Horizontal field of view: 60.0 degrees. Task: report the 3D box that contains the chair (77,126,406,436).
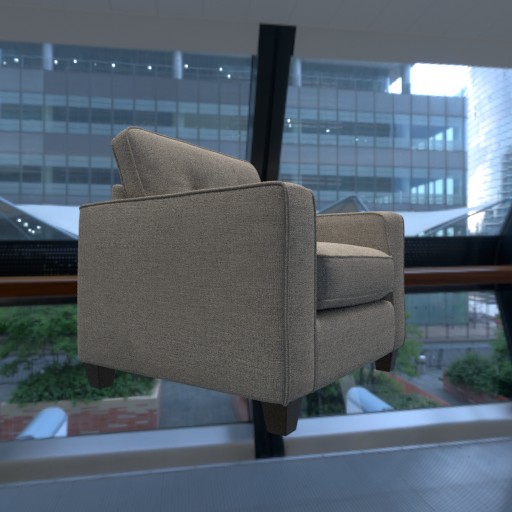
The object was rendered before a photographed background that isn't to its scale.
[{"bbox_3d":[0.000,0.000,1.766,0.939,0.965,1.015,0,-1,35],"label":"chair"}]
